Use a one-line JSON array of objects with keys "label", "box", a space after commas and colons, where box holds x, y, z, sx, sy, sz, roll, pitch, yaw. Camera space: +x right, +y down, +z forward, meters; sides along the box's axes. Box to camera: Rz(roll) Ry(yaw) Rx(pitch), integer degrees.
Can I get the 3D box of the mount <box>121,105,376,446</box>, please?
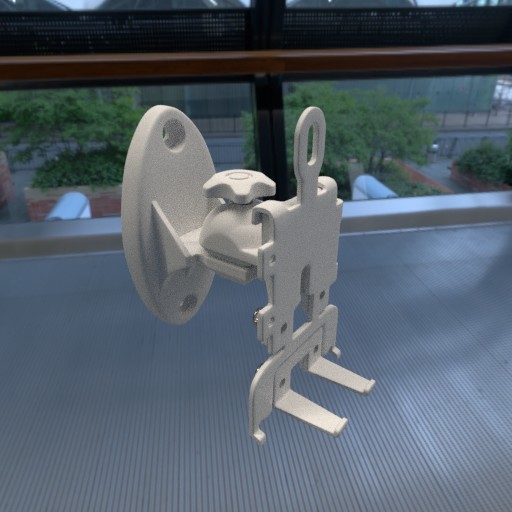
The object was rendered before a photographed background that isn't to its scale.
[{"label": "mount", "box": [0.000, 0.000, 0.178, 0.100, 0.118, 0.066, 18, 31, 32]}]
